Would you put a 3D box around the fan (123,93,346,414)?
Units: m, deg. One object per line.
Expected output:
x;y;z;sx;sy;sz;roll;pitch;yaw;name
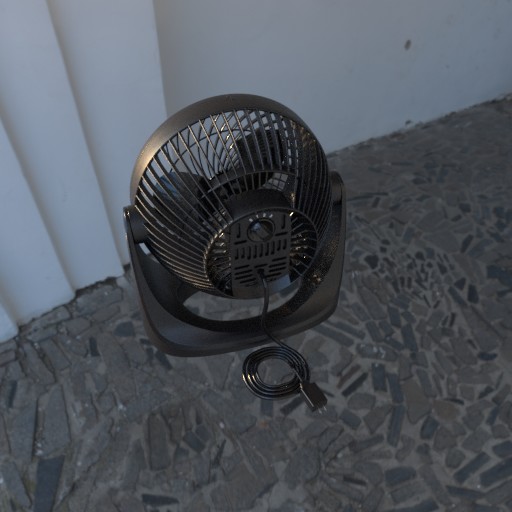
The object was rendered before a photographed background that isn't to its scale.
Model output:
0.000;0.000;0.480;0.273;0.277;0.256;-12;43;-13;fan
